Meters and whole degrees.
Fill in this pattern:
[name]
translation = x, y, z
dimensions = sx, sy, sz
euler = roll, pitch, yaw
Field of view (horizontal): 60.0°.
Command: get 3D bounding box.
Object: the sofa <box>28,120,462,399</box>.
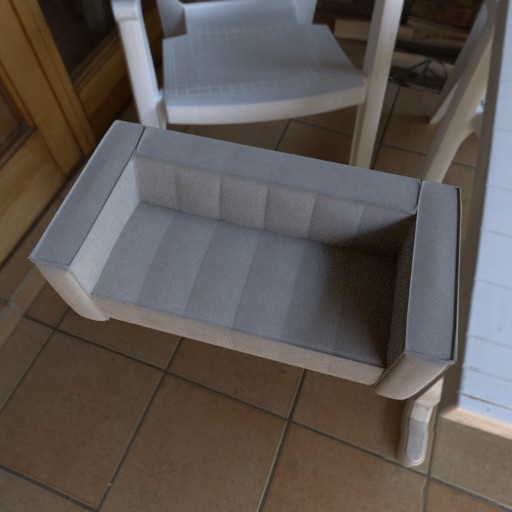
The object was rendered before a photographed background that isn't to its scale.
[sofa]
translation = 0.000, 0.000, 2.470
dimensions = 1.995, 0.680, 1.038
euler = 13, 60, 8
